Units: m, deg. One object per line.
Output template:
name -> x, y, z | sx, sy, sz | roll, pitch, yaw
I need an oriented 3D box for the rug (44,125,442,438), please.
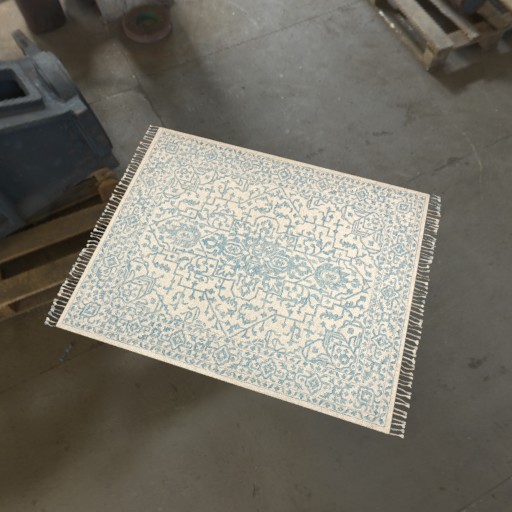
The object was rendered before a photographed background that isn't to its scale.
rug -> 0.000, 0.000, 4.327 | 3.327, 0.010, 2.464 | 16, 66, 7
